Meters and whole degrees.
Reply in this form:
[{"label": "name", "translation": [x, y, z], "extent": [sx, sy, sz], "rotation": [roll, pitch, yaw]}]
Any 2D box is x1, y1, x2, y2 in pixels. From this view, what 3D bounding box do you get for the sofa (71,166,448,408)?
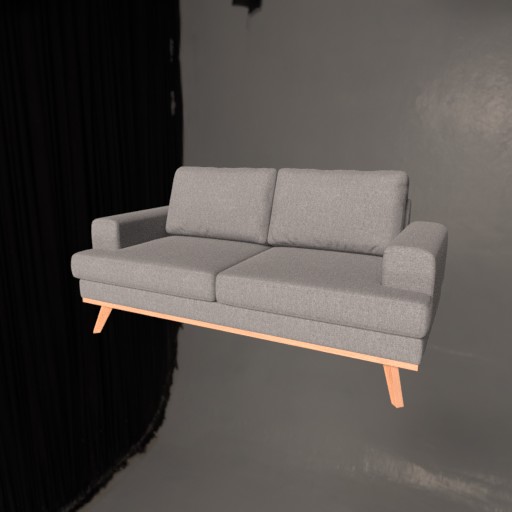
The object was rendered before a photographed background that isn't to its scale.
[{"label": "sofa", "translation": [0.000, 0.000, 2.121], "extent": [1.650, 0.810, 0.785], "rotation": [7, 15, 26]}]
